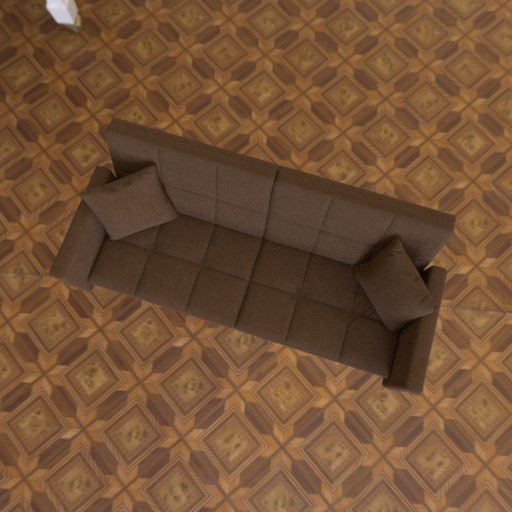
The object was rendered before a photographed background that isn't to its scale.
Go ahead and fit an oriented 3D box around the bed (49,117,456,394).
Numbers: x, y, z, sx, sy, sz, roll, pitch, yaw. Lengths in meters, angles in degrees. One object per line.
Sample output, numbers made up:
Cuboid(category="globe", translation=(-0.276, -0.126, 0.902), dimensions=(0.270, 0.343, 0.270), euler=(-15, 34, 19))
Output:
Cuboid(category="bed", translation=(0.000, 0.000, 2.384), dimensions=(1.905, 0.787, 0.889), euler=(17, 76, 4))
